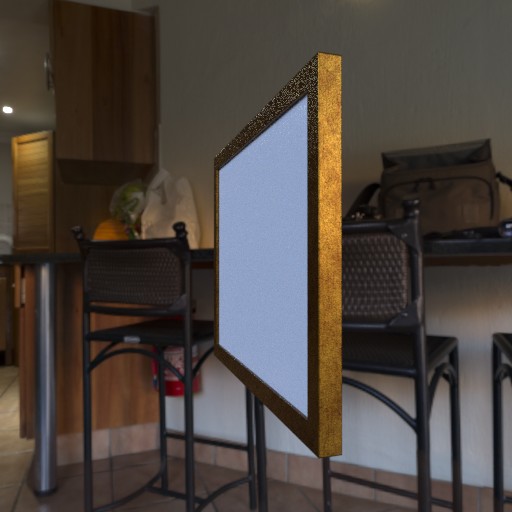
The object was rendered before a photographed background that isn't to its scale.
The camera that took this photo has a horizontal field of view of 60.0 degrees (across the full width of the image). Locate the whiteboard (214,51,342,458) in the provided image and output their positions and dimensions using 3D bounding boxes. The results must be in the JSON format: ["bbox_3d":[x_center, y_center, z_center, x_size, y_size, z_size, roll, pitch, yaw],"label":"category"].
[{"bbox_3d":[0.000,0.000,0.770,0.029,0.457,0.561,0,0,-17],"label":"whiteboard"}]
